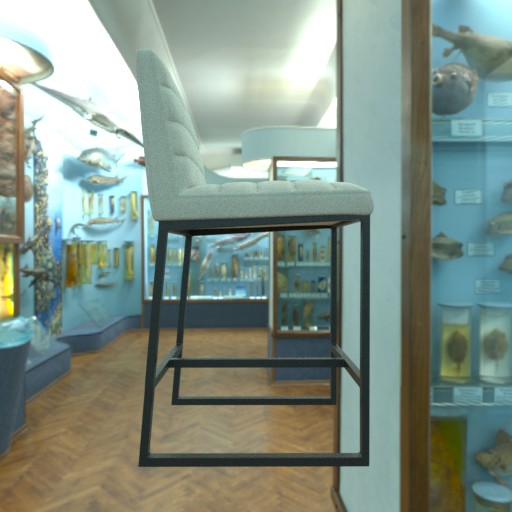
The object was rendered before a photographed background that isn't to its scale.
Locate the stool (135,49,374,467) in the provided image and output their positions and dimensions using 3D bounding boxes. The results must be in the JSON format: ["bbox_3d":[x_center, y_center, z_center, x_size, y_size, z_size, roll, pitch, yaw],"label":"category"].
[{"bbox_3d":[0.000,0.000,1.237,0.567,0.971,0.459,0,1,0],"label":"stool"}]
